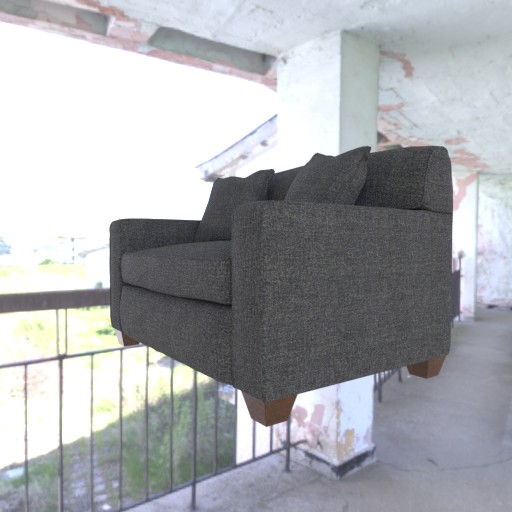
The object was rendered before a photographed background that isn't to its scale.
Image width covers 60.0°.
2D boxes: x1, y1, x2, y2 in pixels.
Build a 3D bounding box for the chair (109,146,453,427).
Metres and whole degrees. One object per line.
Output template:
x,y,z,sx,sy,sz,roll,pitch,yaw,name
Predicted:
0.000,0.000,2.048,1.000,0.948,1.383,-1,2,-35,chair
